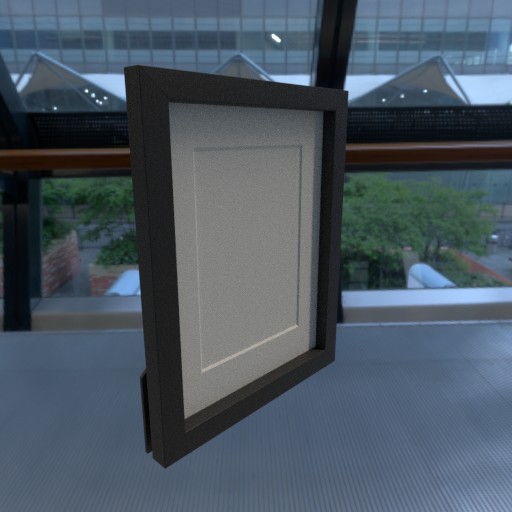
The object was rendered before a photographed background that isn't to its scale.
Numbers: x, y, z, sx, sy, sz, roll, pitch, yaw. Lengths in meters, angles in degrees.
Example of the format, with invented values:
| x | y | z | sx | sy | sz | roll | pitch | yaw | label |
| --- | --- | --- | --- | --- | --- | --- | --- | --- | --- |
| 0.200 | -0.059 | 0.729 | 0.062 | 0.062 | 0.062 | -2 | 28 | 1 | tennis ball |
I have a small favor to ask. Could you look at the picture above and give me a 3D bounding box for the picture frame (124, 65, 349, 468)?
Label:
| x | y | z | sx | sy | sz | roll | pitch | yaw | label |
| --- | --- | --- | --- | --- | --- | --- | --- | --- | --- |
| 0.000 | 0.000 | 0.520 | 0.036 | 0.383 | 0.307 | 14 | 21 | 42 | picture frame |
